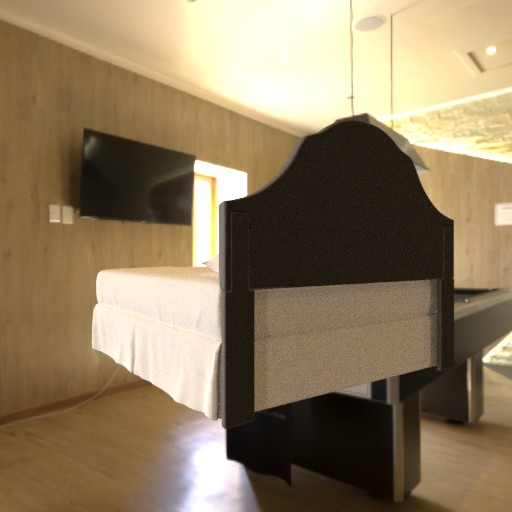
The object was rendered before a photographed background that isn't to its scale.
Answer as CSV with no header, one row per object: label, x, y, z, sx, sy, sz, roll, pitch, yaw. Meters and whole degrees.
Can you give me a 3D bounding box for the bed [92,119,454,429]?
bed,0.000,0.000,3.538,2.008,1.615,2.214,0,0,-36
